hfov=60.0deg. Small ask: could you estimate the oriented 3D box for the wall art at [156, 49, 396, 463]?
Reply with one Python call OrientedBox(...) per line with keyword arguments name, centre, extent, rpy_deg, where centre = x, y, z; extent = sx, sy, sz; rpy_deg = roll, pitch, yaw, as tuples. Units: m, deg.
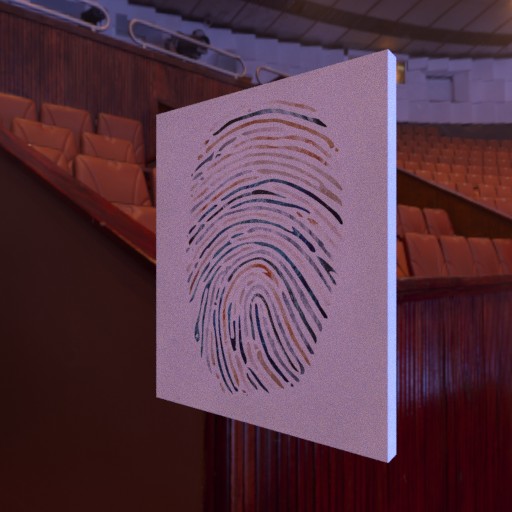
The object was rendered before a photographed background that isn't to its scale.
OrientedBox(name="wall art", centre=(0.000, 0.000, 0.814), extent=(0.508, 0.606, 0.037), rpy_deg=(0, 0, 37))
